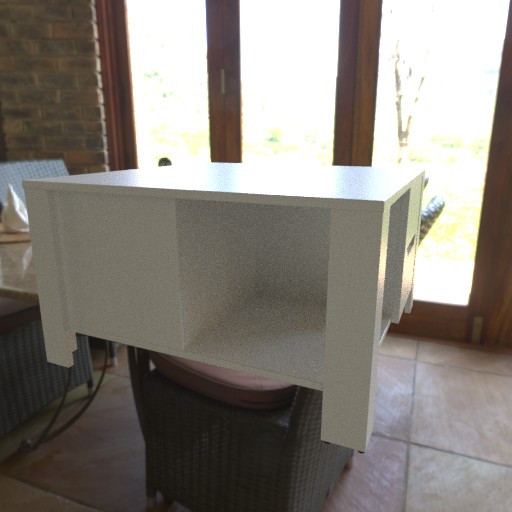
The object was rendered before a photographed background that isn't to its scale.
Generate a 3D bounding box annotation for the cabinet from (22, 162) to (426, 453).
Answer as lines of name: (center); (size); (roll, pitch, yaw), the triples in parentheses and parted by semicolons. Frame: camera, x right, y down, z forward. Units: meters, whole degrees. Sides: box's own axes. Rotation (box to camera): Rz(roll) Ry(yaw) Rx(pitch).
cabinet: (0.000, 0.000, 1.251); (0.800, 0.460, 0.800); (7, 16, 24)
